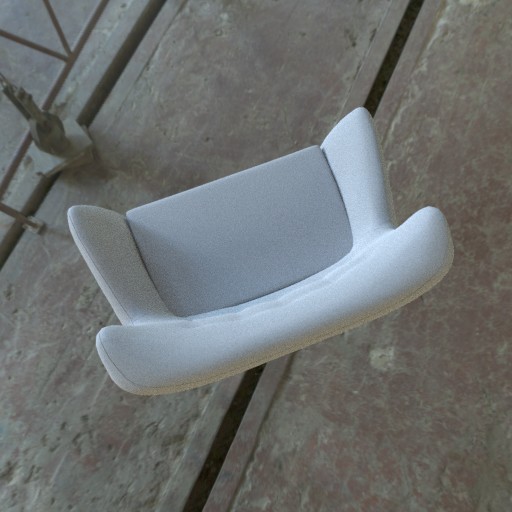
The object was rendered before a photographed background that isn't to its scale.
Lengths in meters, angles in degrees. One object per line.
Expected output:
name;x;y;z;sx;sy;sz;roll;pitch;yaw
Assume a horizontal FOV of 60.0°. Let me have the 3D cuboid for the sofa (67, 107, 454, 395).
sofa;0.000;0.000;2.013;1.424;0.878;0.921;-20;76;-5
